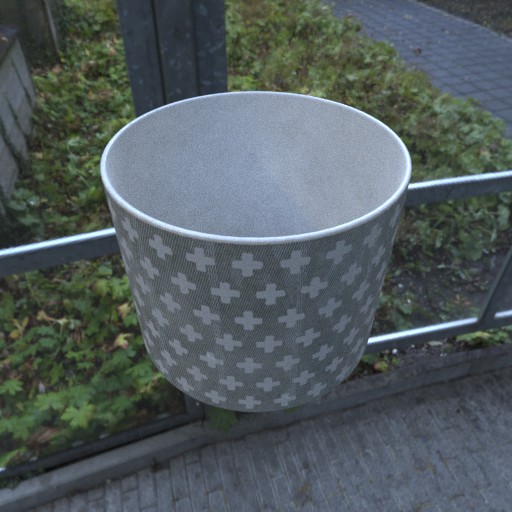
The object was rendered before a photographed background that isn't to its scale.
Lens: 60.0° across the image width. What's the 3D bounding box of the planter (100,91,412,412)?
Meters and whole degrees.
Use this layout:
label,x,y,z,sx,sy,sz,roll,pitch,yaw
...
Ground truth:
label,x,y,z,sx,sy,sz,roll,pitch,yaw
planter,0.000,0.000,0.445,0.250,0.239,0.250,0,41,0
